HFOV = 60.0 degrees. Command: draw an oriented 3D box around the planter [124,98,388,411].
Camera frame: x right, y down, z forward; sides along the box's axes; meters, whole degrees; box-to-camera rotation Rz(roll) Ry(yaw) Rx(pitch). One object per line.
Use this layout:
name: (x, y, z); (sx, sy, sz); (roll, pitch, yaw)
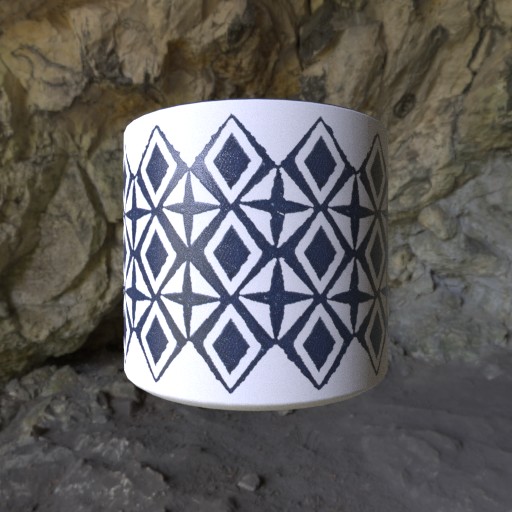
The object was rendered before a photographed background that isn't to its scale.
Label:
planter: (0.000, 0.000, 0.318); (0.182, 0.165, 0.182); (0, 1, 0)
